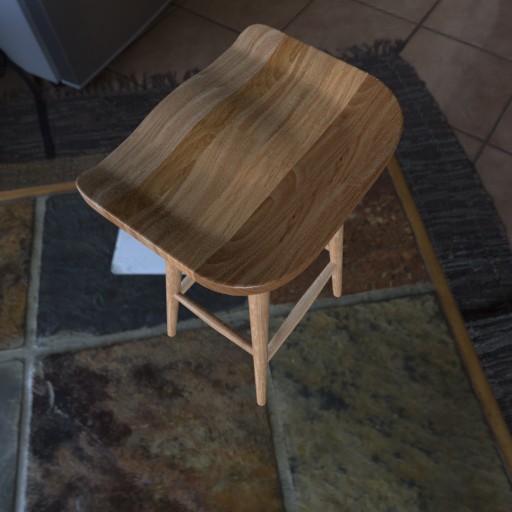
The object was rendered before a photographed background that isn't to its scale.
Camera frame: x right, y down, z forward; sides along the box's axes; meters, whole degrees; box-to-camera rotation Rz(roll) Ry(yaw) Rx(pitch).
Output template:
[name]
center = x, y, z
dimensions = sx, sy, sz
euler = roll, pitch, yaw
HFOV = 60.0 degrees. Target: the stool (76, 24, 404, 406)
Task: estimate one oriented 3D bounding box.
[stool]
center = 0.000, 0.000, 0.913
dimensions = 0.322, 0.698, 0.407
euler = 33, 68, 16
